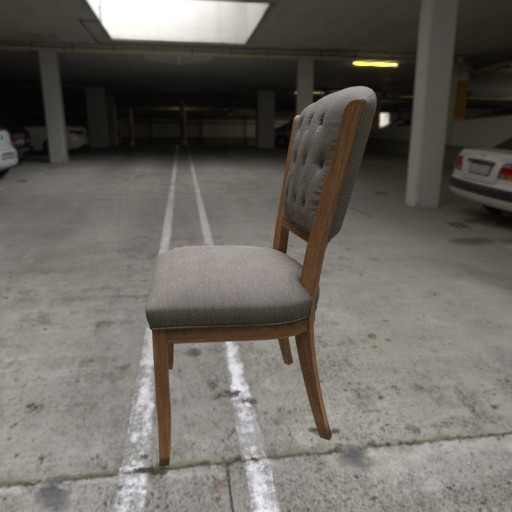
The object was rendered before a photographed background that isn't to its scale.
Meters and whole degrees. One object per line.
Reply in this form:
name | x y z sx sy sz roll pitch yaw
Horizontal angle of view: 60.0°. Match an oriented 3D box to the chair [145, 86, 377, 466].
chair | 0.000 0.000 1.257 0.584 0.905 0.513 -2 14 -9
